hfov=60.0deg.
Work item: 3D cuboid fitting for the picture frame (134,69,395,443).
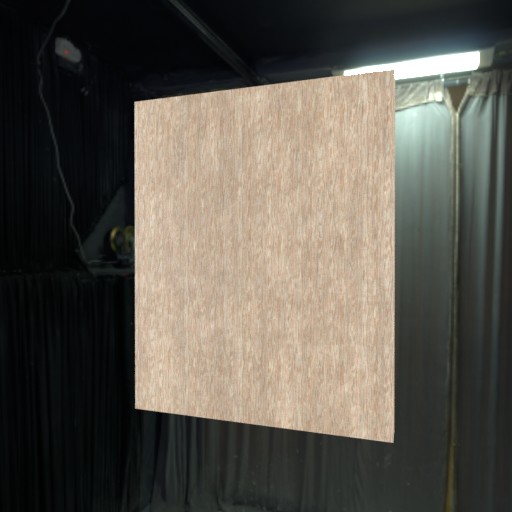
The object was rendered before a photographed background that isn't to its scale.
[{"bbox_3d":[0.000,0.000,0.712,0.424,0.526,0.043,0,1,19],"label":"picture frame"}]
